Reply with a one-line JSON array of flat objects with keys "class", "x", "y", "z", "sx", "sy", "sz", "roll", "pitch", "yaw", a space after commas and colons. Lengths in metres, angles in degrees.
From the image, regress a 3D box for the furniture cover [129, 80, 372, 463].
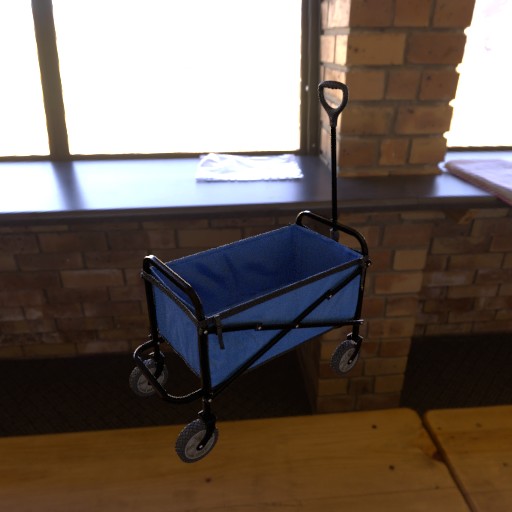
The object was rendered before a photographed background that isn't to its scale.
[{"class": "furniture cover", "x": 0.000, "y": 0.000, "z": 1.805, "sx": 1.038, "sy": 1.295, "sz": 0.532, "roll": -18, "pitch": 32, "yaw": -32}]
